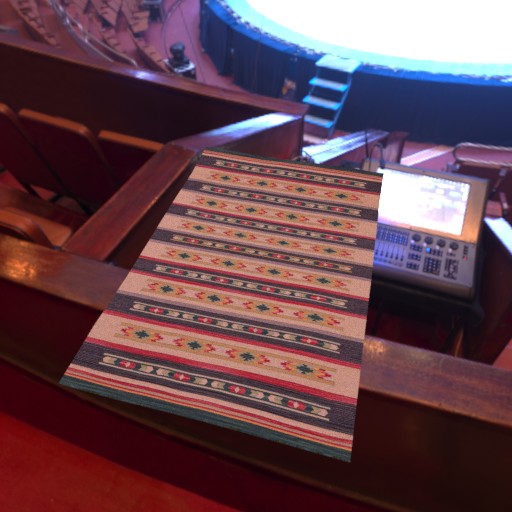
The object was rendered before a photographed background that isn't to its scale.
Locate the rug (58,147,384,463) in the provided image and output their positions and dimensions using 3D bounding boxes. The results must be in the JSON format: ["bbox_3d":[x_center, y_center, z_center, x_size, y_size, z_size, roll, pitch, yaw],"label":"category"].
[{"bbox_3d":[0.000,0.000,2.945,1.522,0.010,2.311,11,48,10],"label":"rug"}]
